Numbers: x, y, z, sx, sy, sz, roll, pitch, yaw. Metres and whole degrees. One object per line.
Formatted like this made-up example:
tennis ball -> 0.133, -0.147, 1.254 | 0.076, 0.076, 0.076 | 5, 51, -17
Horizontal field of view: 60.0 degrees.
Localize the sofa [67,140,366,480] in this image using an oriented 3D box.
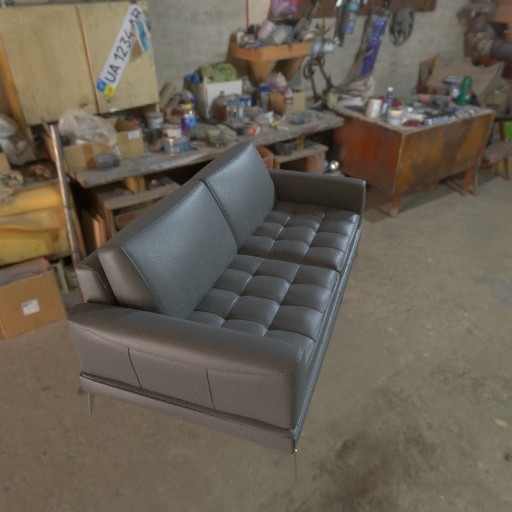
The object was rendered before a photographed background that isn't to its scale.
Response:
sofa -> 0.000, 0.000, 2.737 | 1.121, 0.930, 2.177 | 10, 32, 16
